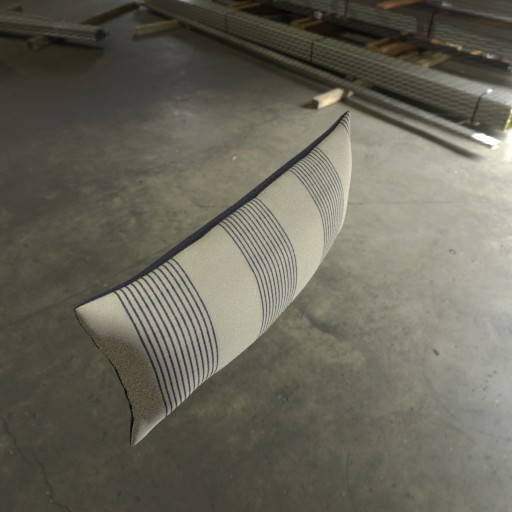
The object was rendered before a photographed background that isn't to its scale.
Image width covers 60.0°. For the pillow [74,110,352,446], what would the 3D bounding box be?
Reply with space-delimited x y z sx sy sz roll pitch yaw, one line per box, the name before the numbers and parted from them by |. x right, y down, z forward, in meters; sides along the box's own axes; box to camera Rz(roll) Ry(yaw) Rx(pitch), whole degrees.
pillow | 0.000 0.000 0.721 0.151 0.287 0.610 25 47 26
